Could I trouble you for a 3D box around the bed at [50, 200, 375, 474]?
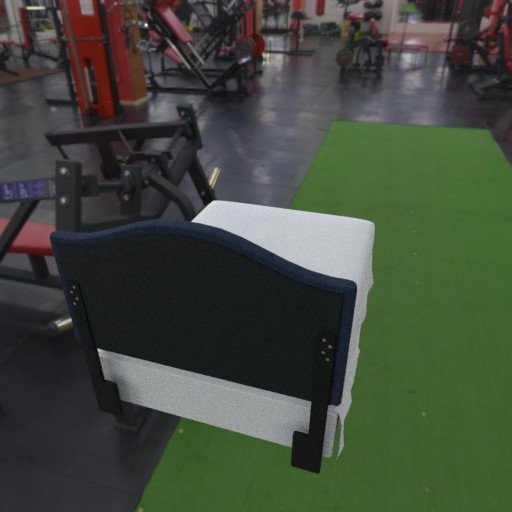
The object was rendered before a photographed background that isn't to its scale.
[{"bbox_3d":[0.000,0.000,3.307,1.725,1.518,2.153,9,32,15],"label":"bed"}]
